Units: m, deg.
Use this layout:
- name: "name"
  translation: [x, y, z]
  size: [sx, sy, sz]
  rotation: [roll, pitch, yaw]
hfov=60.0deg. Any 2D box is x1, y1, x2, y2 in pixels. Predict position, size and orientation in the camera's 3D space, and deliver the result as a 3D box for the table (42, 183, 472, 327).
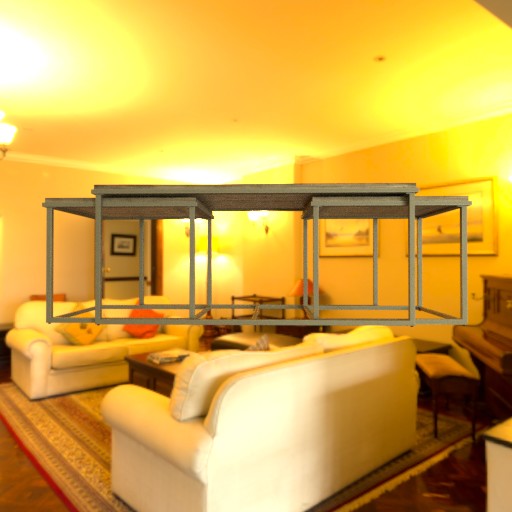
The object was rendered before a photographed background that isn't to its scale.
- name: "table"
  translation: [0.000, 0.000, 1.564]
  size: [1.312, 0.427, 0.489]
  rotation: [0, -1, 2]
